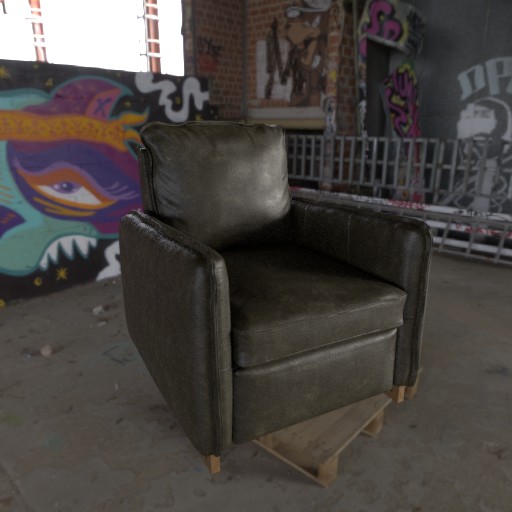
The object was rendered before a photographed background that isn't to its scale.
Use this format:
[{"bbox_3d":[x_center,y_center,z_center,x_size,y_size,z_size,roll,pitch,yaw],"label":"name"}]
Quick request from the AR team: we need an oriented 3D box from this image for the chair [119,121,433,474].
[{"bbox_3d":[0.000,0.000,1.571,0.830,0.921,0.921,-9,19,-27],"label":"chair"}]
